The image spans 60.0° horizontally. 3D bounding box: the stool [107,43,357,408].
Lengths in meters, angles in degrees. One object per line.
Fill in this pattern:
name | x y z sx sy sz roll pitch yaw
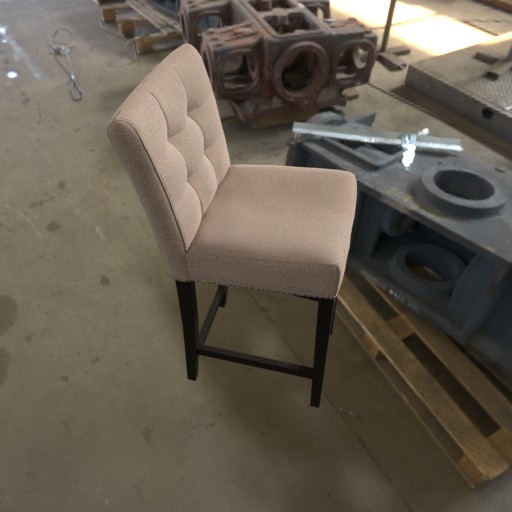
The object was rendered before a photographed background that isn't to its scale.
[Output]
stool | 0.000 0.000 1.329 0.548 1.047 0.411 11 48 10
